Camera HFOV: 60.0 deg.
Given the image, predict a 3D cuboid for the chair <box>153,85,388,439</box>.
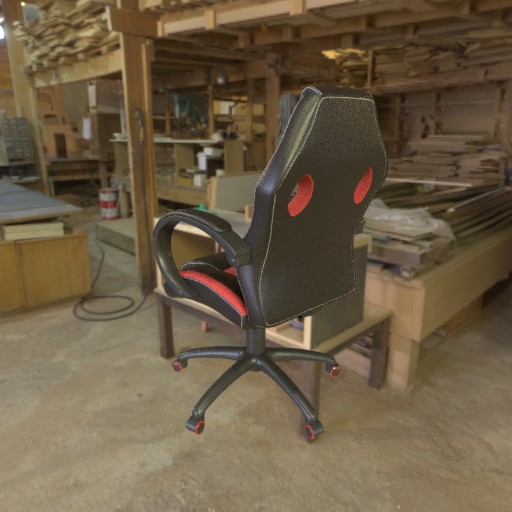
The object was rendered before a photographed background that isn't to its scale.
[{"bbox_3d":[0.000,0.000,1.714,0.750,1.189,0.783,-15,22,-41],"label":"chair"}]
